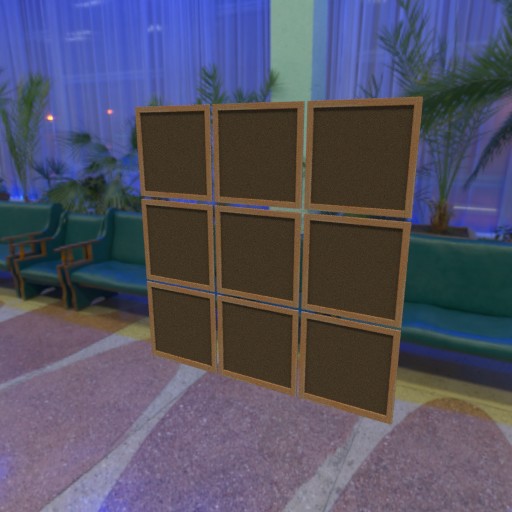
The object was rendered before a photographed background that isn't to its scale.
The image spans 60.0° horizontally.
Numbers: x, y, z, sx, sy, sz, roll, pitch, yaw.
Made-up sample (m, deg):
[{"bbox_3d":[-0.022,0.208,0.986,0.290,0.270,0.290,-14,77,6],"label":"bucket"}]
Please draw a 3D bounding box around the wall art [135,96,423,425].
[{"bbox_3d":[0.000,0.000,2.328,1.520,1.525,0.013,8,17,27],"label":"wall art"}]
